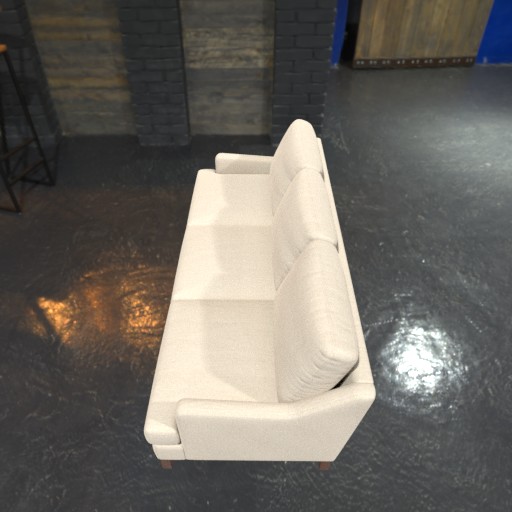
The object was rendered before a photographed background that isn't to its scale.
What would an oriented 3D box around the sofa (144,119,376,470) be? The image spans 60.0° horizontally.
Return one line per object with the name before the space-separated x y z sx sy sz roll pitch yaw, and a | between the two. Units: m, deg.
sofa | 0.000 0.000 2.810 1.000 0.913 2.321 0 41 0
